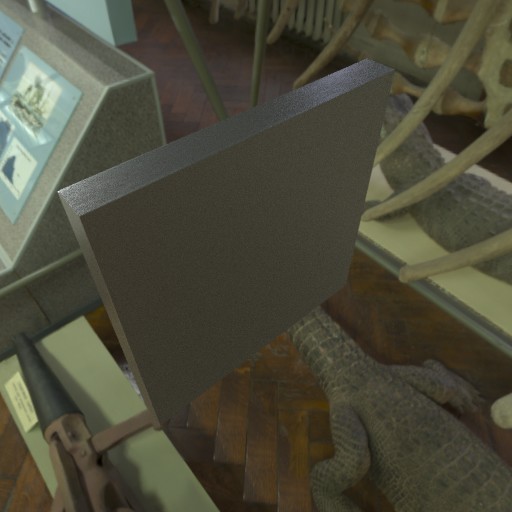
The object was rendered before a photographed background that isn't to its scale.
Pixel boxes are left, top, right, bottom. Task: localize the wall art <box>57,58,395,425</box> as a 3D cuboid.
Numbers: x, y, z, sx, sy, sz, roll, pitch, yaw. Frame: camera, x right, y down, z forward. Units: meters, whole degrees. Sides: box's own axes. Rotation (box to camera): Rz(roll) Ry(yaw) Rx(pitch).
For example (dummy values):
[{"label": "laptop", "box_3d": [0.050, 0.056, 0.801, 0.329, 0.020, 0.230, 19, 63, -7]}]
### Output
[{"label": "wall art", "box_3d": [0.000, 0.000, 0.518, 0.350, 0.350, 0.038, -32, 55, -27]}]
